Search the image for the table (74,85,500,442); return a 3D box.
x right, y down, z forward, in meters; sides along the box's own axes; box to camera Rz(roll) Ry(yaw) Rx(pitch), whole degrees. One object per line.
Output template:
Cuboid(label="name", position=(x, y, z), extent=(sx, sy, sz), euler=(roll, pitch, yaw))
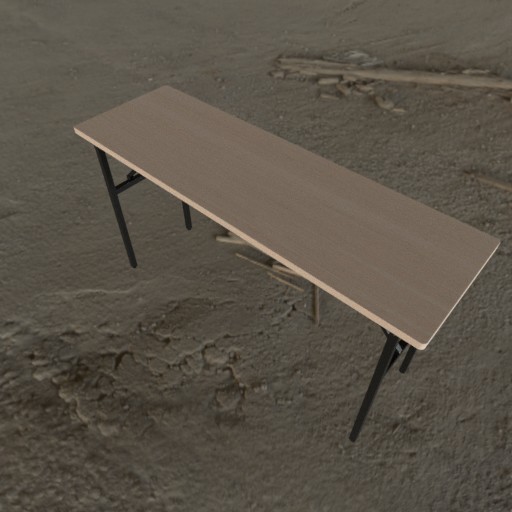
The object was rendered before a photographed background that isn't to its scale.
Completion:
Cuboid(label="table", position=(0.000, 0.000, 1.686), extent=(1.397, 0.750, 0.447), euler=(33, 55, 27))
